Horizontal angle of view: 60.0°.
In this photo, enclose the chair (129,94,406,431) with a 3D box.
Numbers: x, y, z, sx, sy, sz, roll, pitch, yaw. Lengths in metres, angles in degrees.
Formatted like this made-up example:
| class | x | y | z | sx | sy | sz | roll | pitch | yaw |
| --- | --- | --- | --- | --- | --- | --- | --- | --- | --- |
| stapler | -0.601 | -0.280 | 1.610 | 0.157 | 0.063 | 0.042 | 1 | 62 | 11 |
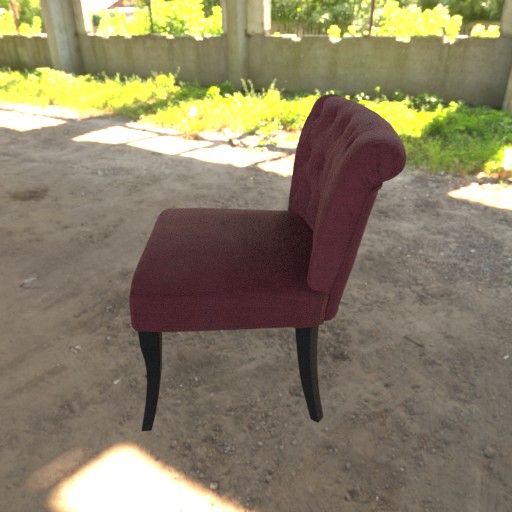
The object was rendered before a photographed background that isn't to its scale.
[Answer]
| class | x | y | z | sx | sy | sz | roll | pitch | yaw |
| --- | --- | --- | --- | --- | --- | --- | --- | --- | --- |
| chair | 0.000 | 0.000 | 1.184 | 0.605 | 0.750 | 0.582 | -1 | 28 | -2 |
